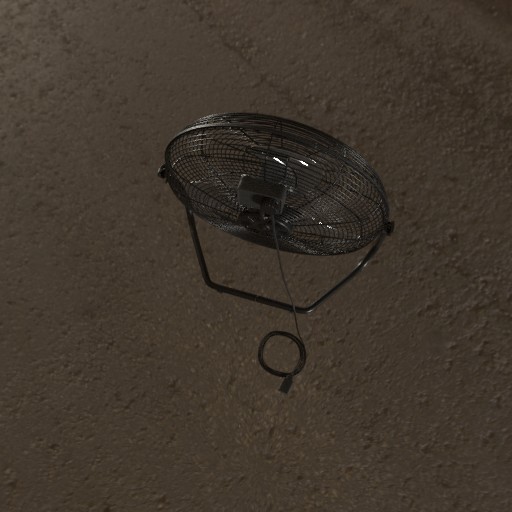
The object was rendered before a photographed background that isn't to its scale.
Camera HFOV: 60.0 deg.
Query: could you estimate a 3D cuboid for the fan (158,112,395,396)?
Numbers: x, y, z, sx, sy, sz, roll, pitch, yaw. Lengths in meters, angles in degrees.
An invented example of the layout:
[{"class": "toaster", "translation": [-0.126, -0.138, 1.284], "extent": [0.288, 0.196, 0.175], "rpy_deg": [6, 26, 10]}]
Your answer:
[{"class": "fan", "translation": [0.000, 0.000, 1.006], "extent": [0.595, 0.605, 0.470], "rpy_deg": [15, 65, 7]}]
